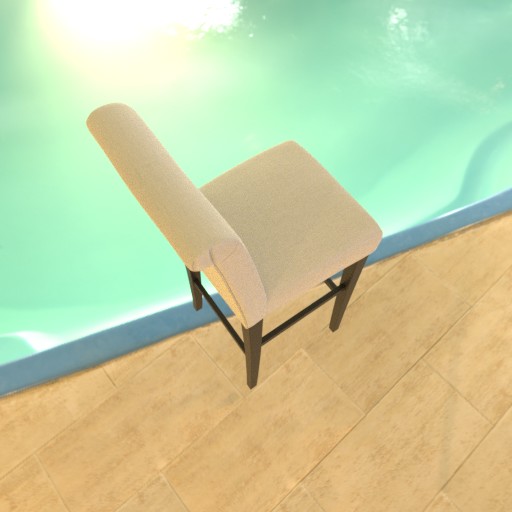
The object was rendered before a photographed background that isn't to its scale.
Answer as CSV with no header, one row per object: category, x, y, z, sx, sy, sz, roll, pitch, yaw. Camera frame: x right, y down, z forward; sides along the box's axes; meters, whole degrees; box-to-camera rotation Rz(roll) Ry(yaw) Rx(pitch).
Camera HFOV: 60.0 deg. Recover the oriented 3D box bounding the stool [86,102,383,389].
stool,0.000,0.000,1.407,0.597,1.124,0.452,-31,64,-17
